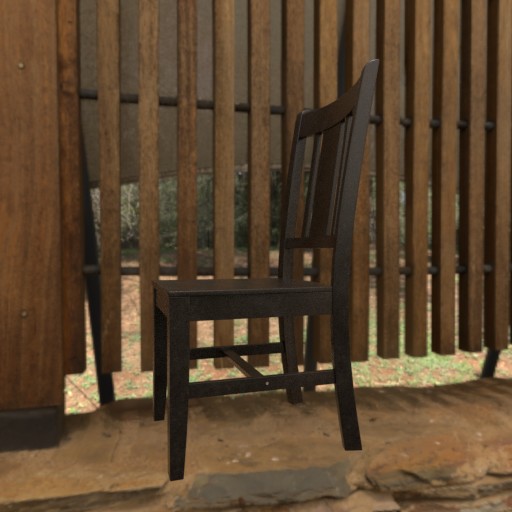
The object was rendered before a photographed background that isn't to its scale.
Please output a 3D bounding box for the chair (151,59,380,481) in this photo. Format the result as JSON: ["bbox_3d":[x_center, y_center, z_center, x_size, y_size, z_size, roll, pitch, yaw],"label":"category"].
[{"bbox_3d":[0.000,0.000,1.257,0.555,0.998,0.450,0,1,-18],"label":"chair"}]
